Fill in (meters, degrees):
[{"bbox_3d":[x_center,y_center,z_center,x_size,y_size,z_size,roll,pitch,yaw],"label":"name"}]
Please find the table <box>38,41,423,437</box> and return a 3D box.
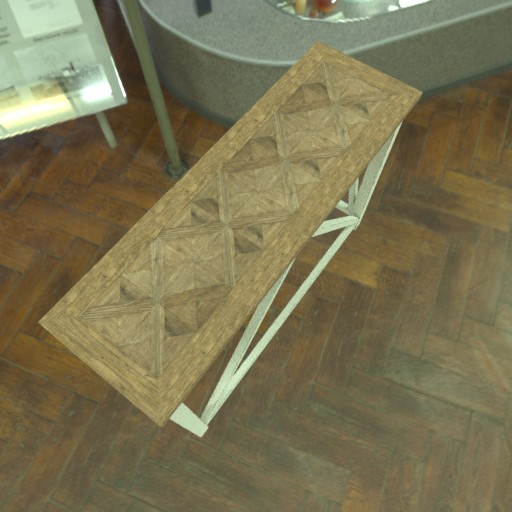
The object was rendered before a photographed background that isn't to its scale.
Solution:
[{"bbox_3d":[0.000,0.000,1.820,0.450,0.930,1.400,34,69,15],"label":"table"}]
